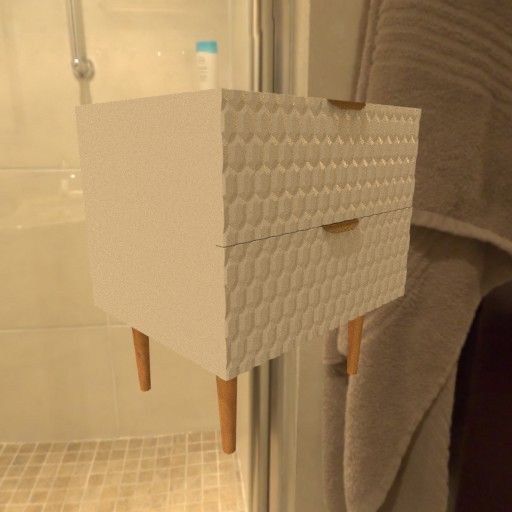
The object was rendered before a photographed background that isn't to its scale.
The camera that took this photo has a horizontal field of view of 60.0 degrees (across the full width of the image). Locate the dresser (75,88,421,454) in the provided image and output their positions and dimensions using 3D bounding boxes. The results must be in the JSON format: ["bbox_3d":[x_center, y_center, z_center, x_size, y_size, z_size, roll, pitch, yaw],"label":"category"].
[{"bbox_3d":[0.000,0.000,0.890,0.503,0.568,0.414,-14,20,-43],"label":"dresser"}]
